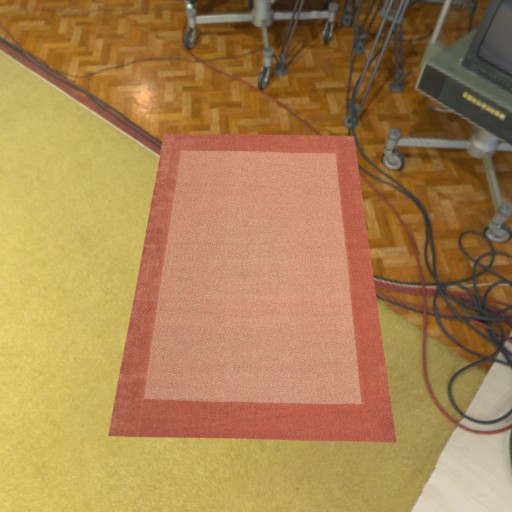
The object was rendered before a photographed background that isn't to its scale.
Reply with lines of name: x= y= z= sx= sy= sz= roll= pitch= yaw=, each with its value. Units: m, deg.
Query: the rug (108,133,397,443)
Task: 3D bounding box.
rug: x=0.000 y=0.000 z=2.357 sx=1.219 sy=0.014 sz=1.829 roll=1 pitch=58 yaw=1
